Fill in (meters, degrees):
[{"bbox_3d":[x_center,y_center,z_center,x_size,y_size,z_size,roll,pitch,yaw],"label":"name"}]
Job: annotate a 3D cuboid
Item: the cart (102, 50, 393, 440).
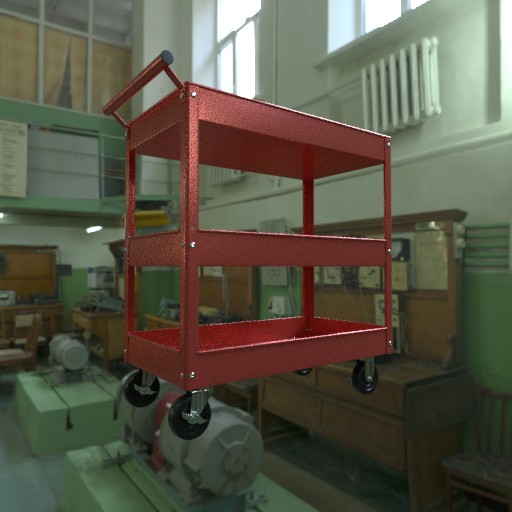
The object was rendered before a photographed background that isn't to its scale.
[{"bbox_3d":[0.000,0.000,1.201,0.719,0.780,0.366,1,-2,-36],"label":"cart"}]
